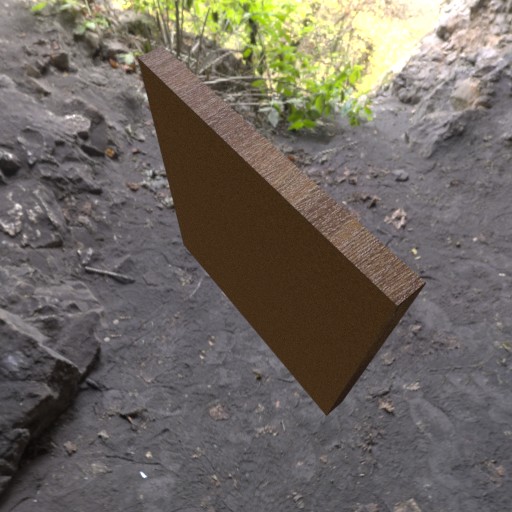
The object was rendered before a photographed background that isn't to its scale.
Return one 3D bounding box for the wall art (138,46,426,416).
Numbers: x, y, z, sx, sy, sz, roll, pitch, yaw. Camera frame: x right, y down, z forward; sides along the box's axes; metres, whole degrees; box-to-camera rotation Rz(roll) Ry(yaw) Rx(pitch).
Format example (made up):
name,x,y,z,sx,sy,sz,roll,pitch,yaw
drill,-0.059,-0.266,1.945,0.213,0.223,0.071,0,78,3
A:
name,x,y,z,sx,sy,sz,roll,pitch,yaw
wall art,0.000,0.000,0.611,0.039,0.403,0.406,-34,64,-19
